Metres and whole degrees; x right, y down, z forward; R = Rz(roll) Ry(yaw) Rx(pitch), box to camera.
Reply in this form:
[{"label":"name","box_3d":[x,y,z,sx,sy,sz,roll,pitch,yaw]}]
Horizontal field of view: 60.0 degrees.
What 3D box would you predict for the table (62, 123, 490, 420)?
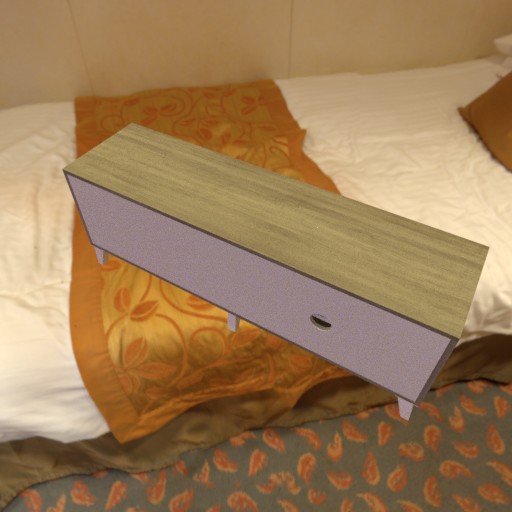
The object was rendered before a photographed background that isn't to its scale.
[{"label":"table","box_3d":[0.000,0.000,1.753,1.500,0.530,0.400,23,51,21]}]
